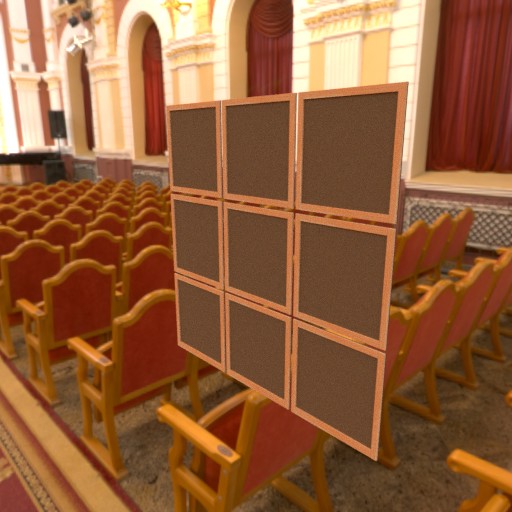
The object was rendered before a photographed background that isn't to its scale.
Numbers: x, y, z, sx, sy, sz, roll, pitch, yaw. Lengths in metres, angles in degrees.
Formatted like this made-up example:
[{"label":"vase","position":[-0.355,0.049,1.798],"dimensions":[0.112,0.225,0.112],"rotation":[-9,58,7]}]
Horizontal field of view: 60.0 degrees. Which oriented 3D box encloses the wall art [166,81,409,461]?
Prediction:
[{"label":"wall art","position":[0.000,0.000,2.246],"dimensions":[0.013,1.525,1.520],"rotation":[-13,20,-41]}]
